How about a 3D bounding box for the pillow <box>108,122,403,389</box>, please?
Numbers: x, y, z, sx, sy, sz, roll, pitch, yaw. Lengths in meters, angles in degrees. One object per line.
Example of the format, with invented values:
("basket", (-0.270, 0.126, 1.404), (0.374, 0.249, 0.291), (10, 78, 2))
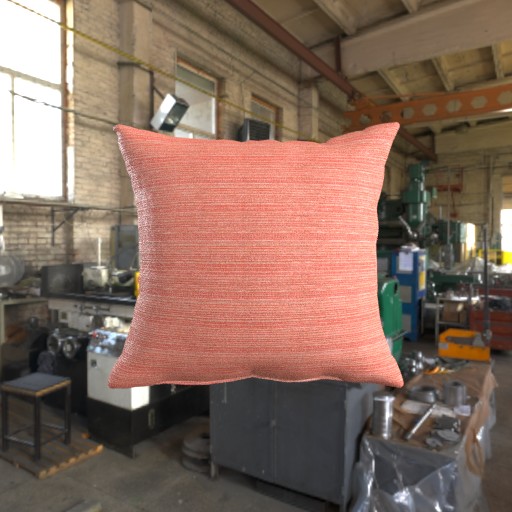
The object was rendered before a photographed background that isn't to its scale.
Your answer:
("pillow", (0.000, 0.000, 0.835), (0.559, 0.501, 0.229), (0, 1, -1))
